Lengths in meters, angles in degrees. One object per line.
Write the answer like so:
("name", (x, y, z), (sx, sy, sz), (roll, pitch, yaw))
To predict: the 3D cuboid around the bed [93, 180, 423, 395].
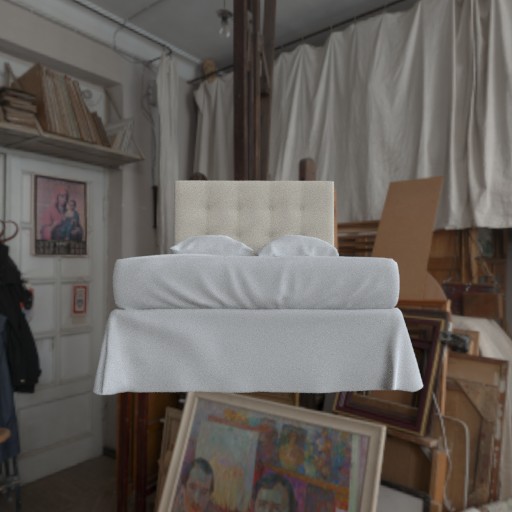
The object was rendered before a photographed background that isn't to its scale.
("bed", (0.000, 0.000, 3.513), (1.936, 1.577, 2.222), (0, -1, -1))
